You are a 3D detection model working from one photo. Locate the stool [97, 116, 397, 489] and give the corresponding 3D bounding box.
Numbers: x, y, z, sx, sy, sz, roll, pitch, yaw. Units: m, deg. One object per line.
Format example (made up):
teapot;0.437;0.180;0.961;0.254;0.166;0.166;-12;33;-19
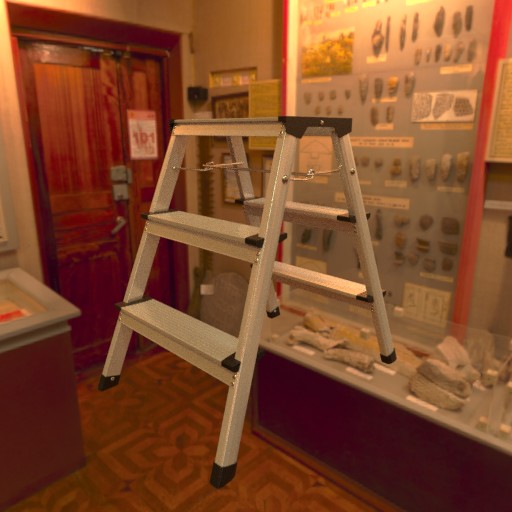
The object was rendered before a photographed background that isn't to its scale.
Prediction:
stool;0.000;0.000;1.020;0.437;0.605;0.622;15;22;43
